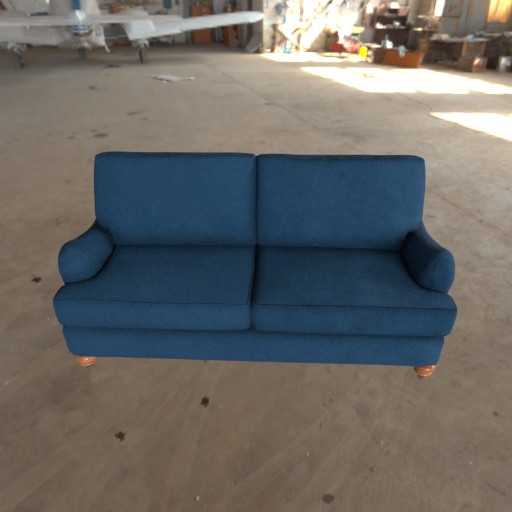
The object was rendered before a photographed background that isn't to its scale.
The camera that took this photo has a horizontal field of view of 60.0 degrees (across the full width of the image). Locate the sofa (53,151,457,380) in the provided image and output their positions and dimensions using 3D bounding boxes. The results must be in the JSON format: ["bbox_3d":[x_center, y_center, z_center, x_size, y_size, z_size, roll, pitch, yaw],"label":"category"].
[{"bbox_3d":[0.000,0.000,2.700,2.141,1.101,1.084,1,30,2],"label":"sofa"}]
